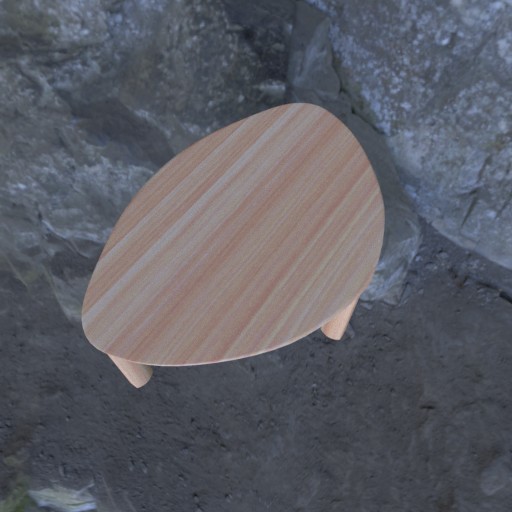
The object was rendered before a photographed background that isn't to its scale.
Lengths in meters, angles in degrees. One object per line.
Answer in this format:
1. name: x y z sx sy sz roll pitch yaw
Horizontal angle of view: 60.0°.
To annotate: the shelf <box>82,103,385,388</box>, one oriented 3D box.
1. shelf: 0.000 0.000 1.672 0.845 0.440 1.246 31 63 18
